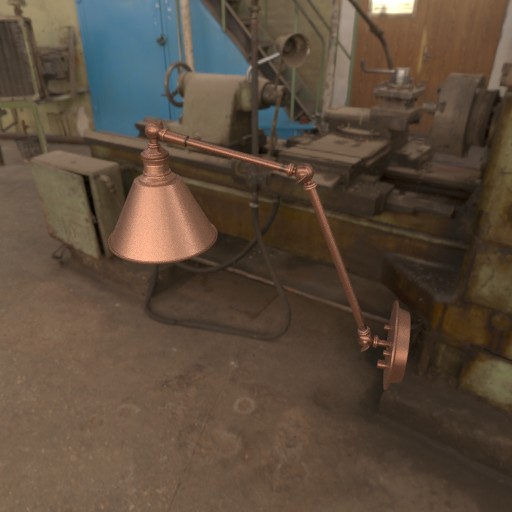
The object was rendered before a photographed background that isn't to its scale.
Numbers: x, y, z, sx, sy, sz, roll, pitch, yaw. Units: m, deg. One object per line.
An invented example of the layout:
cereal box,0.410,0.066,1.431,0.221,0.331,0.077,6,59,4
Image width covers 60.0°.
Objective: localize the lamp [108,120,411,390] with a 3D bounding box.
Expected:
lamp,0.000,0.000,0.889,0.624,0.502,0.223,8,30,14
